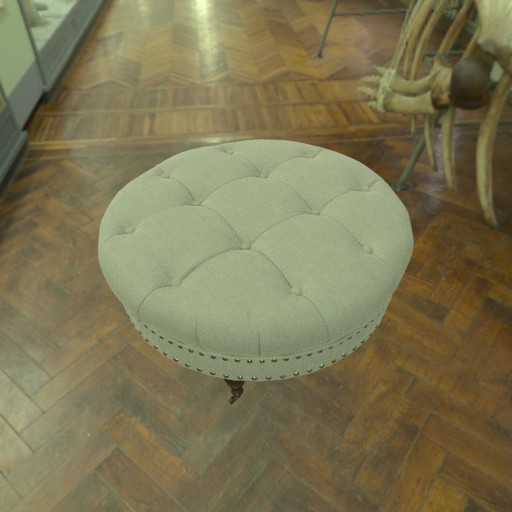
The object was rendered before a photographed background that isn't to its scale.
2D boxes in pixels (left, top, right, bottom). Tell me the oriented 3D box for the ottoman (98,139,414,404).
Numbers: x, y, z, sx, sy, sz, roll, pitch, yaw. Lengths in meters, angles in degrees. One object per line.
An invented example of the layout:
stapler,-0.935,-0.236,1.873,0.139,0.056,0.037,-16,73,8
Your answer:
ottoman,0.000,0.000,1.399,0.901,0.439,0.901,0,42,0
